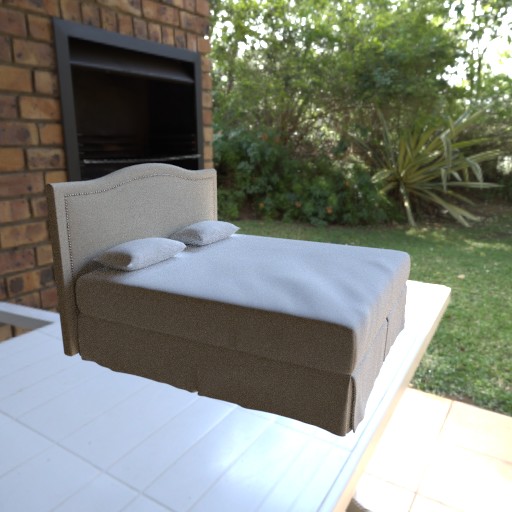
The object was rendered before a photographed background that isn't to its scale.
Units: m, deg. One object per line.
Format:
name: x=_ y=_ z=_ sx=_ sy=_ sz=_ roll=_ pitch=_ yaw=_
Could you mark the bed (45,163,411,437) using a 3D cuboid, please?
bed: x=0.000 y=0.000 z=3.571 sx=2.182 sy=1.421 sz=2.083 roll=7 pitch=16 yaw=26
